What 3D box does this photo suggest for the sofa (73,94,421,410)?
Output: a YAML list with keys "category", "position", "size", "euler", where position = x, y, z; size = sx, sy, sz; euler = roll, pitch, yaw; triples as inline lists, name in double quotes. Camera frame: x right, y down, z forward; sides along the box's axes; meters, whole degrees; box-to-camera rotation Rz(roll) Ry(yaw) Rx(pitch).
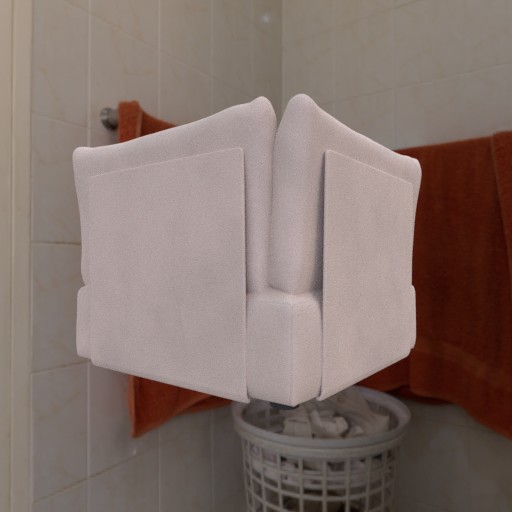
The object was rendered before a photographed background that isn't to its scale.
- category: "sofa"
  position: [0.000, 0.000, 1.743]
  size: [1.000, 0.820, 1.000]
  euler: [0, -1, 37]
